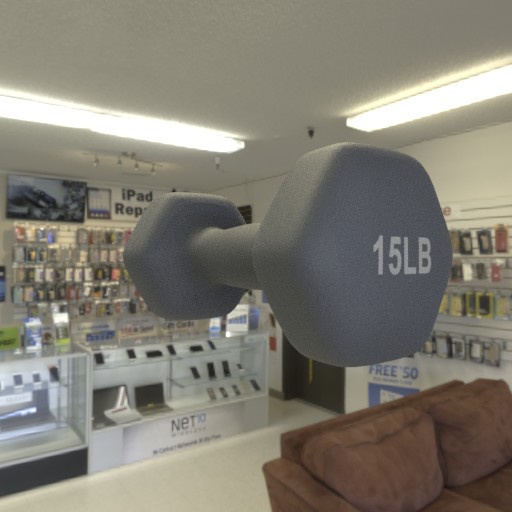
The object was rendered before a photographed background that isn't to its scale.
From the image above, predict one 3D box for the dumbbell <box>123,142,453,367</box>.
[{"bbox_3d":[0.000,0.000,0.298,0.116,0.105,0.240,0,0,-34],"label":"dumbbell"}]
